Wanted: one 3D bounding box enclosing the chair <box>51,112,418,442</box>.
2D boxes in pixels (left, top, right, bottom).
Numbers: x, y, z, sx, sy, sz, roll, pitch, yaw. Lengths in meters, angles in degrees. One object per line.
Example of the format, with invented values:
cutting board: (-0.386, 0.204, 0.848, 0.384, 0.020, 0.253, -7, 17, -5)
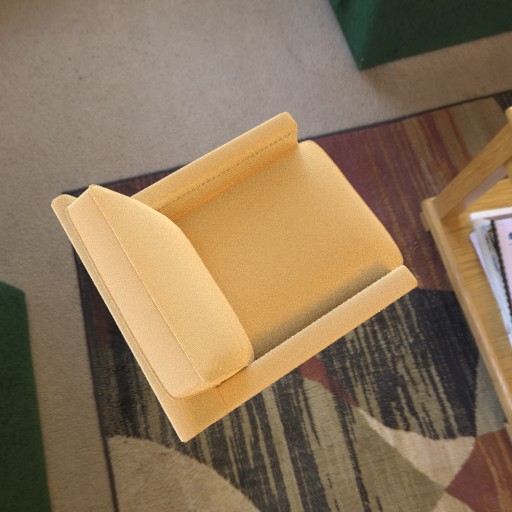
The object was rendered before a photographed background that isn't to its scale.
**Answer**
chair: (0.000, 0.000, 1.689, 1.014, 0.943, 0.853, -32, 76, -9)
